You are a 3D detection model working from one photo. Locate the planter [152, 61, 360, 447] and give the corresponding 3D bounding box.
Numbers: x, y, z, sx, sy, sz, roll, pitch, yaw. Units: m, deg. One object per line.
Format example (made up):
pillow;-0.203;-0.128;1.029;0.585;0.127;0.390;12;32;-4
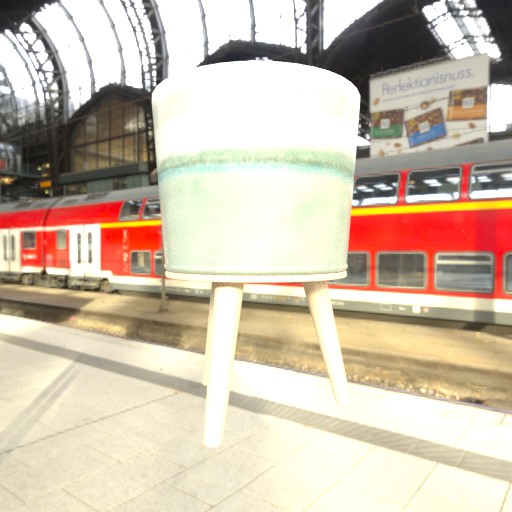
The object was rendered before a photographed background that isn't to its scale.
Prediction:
planter;0.000;0.000;0.583;0.265;0.404;0.265;1;2;36
